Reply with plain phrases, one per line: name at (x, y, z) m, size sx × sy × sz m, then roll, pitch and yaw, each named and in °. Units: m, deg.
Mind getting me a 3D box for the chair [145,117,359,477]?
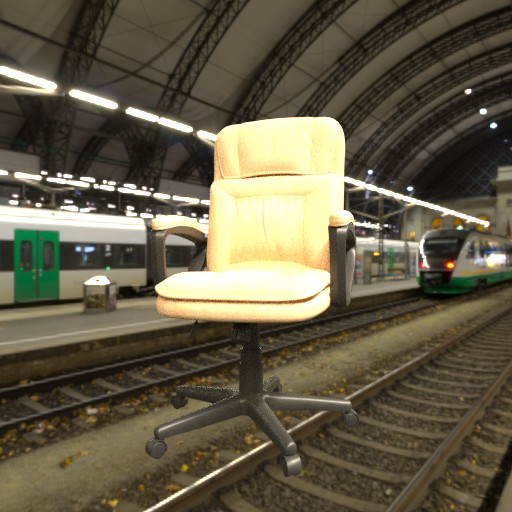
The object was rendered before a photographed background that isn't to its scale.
chair at (0.000, 0.000, 1.484) m, size 0.667 × 1.105 × 0.724 m, roll 0°, pitch 0°, yaw 16°
